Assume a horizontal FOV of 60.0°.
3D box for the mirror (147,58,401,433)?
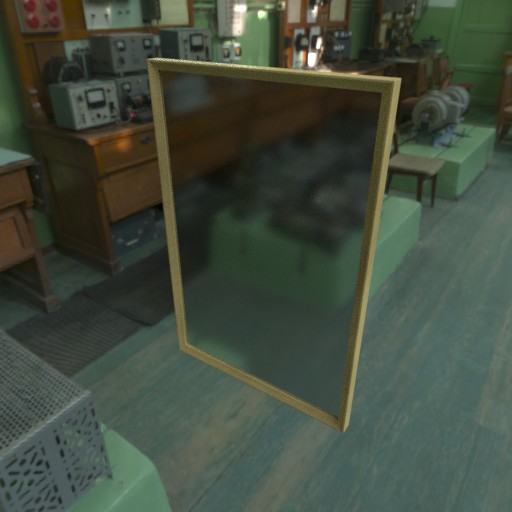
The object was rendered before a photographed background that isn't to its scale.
[{"bbox_3d":[0.000,0.000,1.159,0.609,0.915,0.041,18,35,29],"label":"mirror"}]
